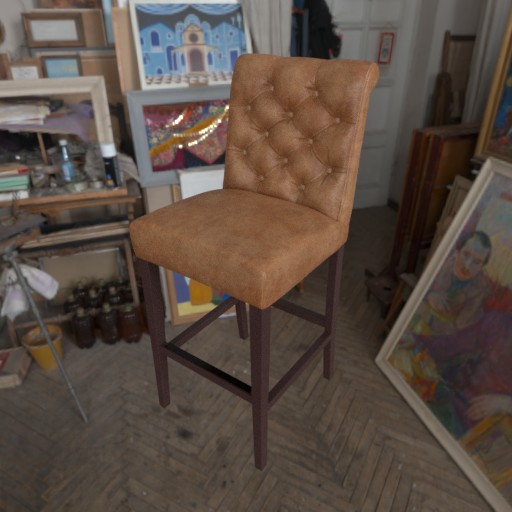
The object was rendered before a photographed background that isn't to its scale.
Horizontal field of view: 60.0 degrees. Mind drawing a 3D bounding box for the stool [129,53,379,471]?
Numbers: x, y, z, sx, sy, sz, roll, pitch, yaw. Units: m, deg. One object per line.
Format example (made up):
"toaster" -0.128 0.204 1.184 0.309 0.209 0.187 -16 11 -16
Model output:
"stool" 0.000 0.000 1.425 0.493 1.140 0.601 19 34 31
